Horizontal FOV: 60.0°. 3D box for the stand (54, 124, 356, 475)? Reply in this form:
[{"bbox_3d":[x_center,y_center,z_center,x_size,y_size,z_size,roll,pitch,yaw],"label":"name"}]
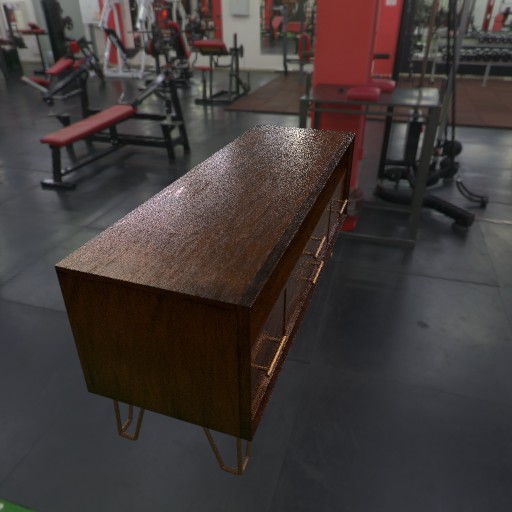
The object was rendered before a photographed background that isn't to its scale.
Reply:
[{"bbox_3d":[0.000,0.000,1.639,0.481,0.610,1.372,10,32,17],"label":"stand"}]
